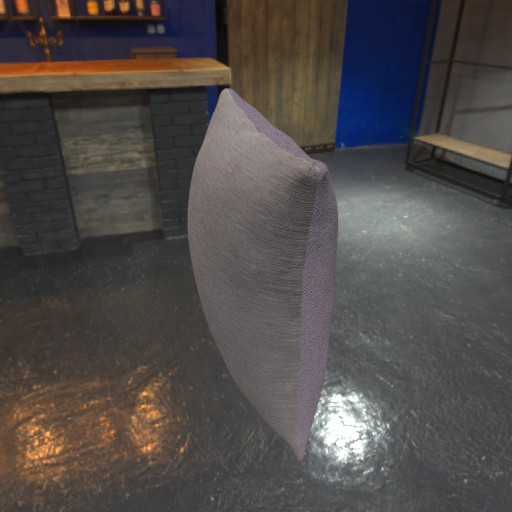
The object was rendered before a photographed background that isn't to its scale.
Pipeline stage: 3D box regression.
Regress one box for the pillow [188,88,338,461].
[{"bbox_3d":[0.000,0.000,0.709,0.204,0.439,0.452,-7,31,-13],"label":"pillow"}]
